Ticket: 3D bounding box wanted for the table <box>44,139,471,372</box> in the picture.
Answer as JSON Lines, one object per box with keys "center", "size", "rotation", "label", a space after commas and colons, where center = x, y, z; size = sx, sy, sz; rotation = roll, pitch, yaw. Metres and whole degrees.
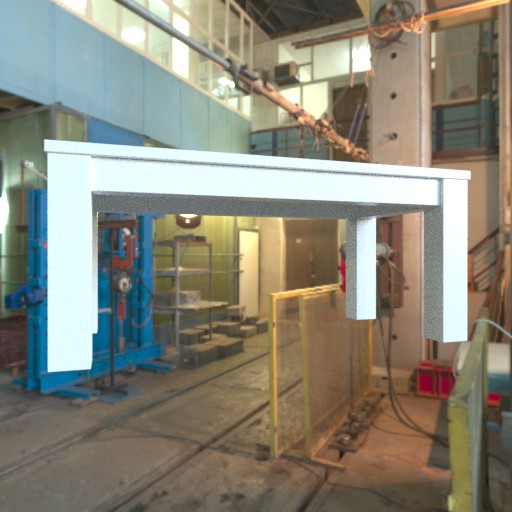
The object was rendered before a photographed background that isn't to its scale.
{"center": [0.000, 0.000, 2.202], "size": [1.800, 0.790, 0.900], "rotation": [0, 0, -18], "label": "table"}
